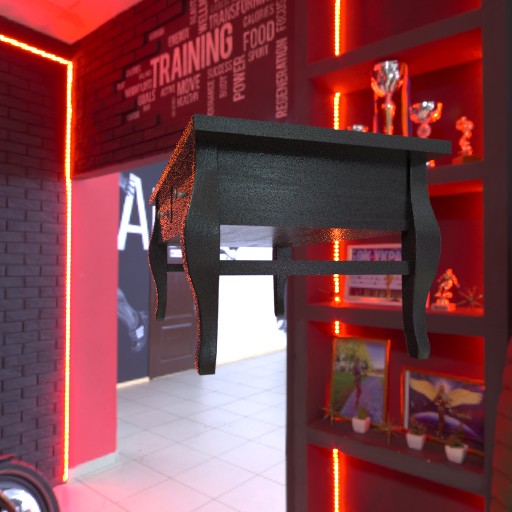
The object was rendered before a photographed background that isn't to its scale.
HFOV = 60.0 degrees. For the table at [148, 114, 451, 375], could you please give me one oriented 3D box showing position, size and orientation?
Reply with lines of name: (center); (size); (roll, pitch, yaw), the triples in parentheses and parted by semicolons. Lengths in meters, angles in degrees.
table: (0.000, 0.000, 1.406); (0.600, 0.494, 1.062); (0, -2, -18)
